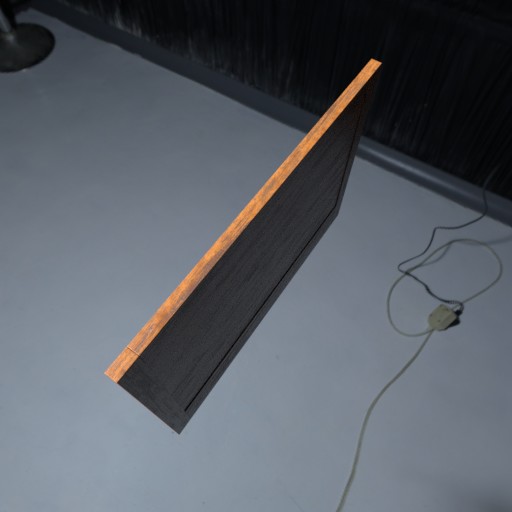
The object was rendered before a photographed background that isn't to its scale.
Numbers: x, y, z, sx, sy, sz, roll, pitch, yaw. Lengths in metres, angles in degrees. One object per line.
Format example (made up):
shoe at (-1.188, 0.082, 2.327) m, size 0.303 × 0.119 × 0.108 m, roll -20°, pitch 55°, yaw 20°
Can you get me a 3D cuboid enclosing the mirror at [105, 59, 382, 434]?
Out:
mirror at (0.000, 0.000, 0.973) m, size 0.084 × 0.537 × 0.758 m, roll 31°, pitch 66°, yaw 16°
